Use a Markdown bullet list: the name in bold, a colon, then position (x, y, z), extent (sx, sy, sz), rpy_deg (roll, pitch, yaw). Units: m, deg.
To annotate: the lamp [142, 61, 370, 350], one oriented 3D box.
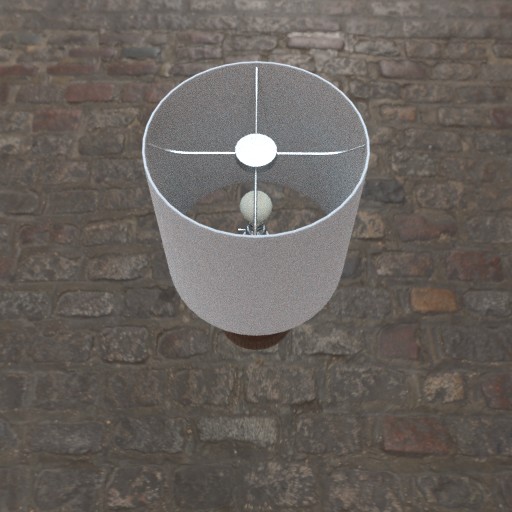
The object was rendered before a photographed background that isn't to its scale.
- **lamp**: position (0.000, 0.000, 0.484), extent (0.186, 0.369, 0.186), rpy_deg (0, 63, 0)
